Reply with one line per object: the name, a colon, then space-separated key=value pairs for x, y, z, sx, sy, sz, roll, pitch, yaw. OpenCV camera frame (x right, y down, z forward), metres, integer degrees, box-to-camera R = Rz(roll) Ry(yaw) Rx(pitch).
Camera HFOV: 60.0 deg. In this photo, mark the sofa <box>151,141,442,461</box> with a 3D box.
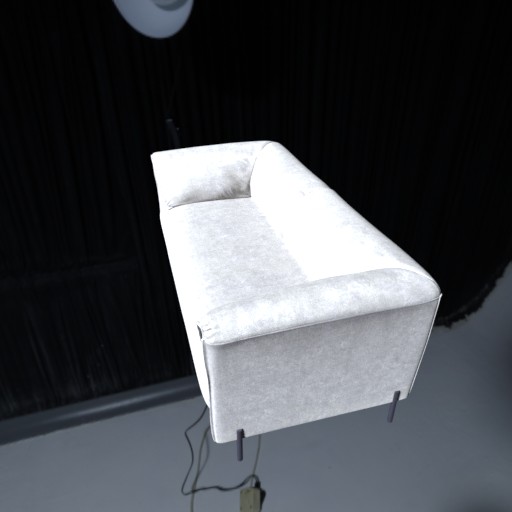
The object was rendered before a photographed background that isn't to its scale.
sofa: x=0.000 y=0.000 z=2.415 sx=0.905 sy=0.747 sz=1.878 roll=-8 pitch=32 yaw=-14
